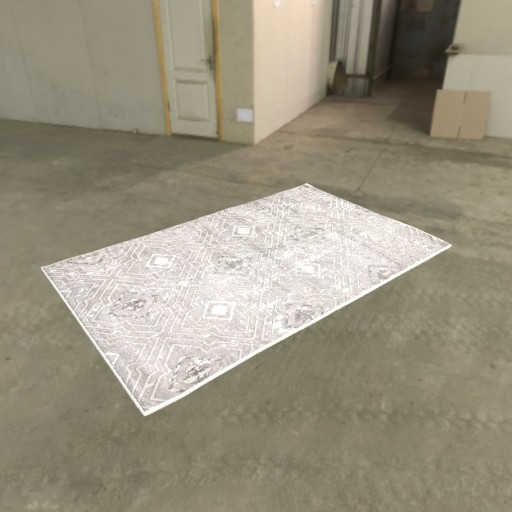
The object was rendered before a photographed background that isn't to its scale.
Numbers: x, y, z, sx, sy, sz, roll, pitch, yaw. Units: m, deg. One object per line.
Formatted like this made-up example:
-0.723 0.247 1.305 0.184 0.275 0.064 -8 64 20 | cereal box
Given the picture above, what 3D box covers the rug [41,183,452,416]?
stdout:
0.000 0.000 3.086 2.447 0.036 1.537 -22 37 -32 | rug
